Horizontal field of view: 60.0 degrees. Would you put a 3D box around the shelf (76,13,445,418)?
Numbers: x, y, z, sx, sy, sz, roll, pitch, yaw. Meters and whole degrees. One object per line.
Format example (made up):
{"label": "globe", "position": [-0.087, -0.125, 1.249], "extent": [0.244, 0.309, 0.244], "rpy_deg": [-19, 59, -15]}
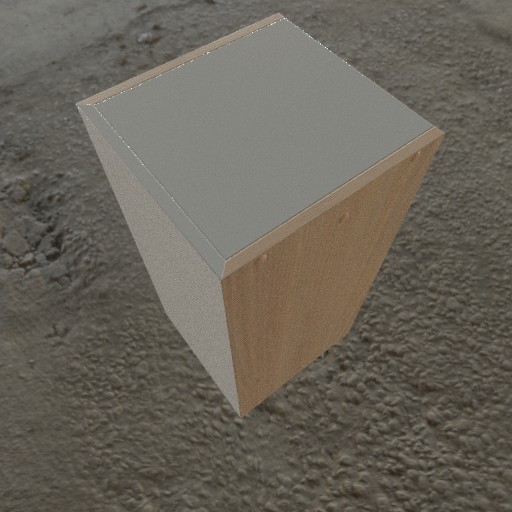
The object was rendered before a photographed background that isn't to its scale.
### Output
{"label": "shelf", "position": [0.000, 0.000, 0.747], "extent": [0.297, 0.594, 0.290], "rpy_deg": [-33, 65, -18]}
